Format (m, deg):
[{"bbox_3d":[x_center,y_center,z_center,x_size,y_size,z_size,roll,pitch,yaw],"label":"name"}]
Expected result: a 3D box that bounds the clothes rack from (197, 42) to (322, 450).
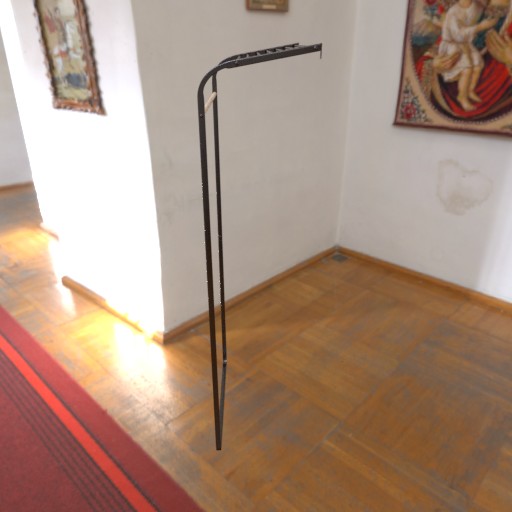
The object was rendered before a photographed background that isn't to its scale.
[{"bbox_3d":[0.000,0.000,1.815,0.349,1.574,0.609,0,26,-1],"label":"clothes rack"}]
